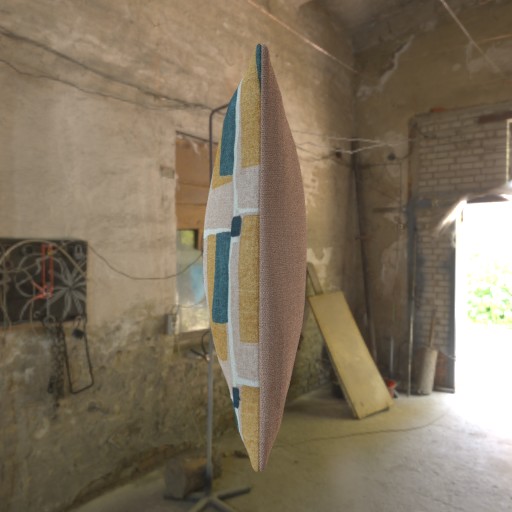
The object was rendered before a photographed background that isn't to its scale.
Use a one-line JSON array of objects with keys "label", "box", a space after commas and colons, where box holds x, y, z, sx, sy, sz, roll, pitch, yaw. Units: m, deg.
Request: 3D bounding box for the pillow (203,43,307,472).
[{"label": "pillow", "box": [0.000, 0.000, 0.721, 0.158, 0.479, 0.478, 0, 1, 1]}]
